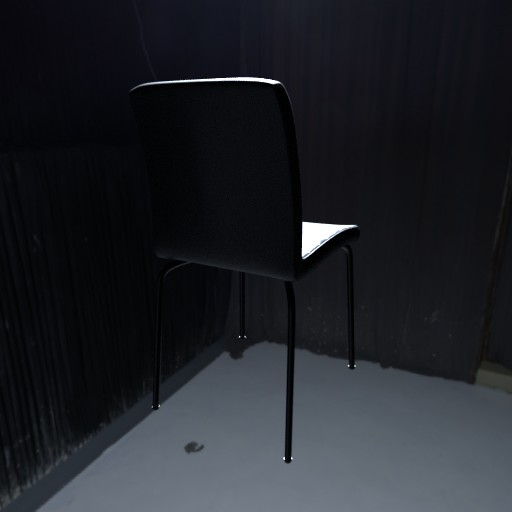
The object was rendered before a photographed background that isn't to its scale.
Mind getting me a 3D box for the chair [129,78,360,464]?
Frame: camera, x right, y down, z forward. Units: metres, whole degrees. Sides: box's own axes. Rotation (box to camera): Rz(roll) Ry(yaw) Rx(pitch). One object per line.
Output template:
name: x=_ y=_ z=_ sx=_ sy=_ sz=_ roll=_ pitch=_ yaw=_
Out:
chair: x=0.000 y=0.000 z=1.230 sx=0.450 sy=0.872 sz=0.572 roll=9 pitch=19 yaw=28
